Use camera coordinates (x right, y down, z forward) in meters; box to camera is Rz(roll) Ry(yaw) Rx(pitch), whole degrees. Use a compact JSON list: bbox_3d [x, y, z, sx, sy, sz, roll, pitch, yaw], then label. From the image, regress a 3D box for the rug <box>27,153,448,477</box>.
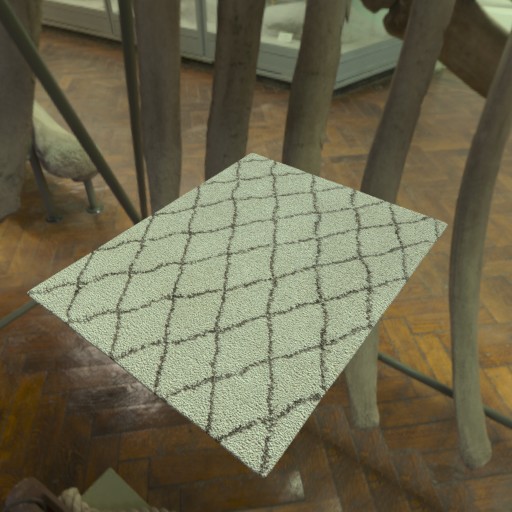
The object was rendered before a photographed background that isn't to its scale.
[{"bbox_3d":[0.000,0.000,3.999,2.438,0.029,3.047,26,47,27],"label":"rug"}]
